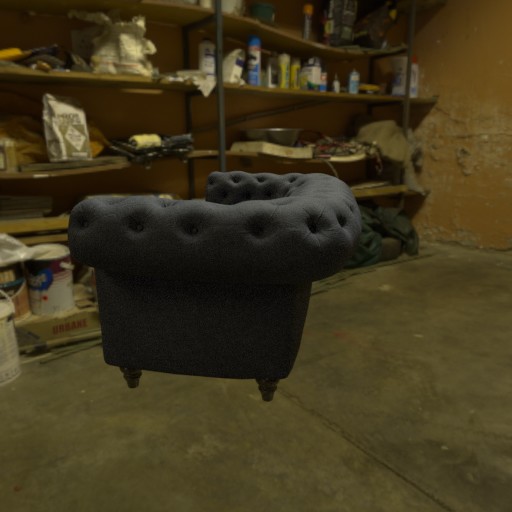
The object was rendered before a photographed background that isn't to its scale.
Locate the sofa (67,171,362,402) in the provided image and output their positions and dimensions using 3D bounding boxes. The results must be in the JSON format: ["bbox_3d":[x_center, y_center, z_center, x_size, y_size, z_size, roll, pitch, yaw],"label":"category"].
[{"bbox_3d":[0.000,0.000,2.459,1.082,0.833,1.988,2,14,9],"label":"sofa"}]
